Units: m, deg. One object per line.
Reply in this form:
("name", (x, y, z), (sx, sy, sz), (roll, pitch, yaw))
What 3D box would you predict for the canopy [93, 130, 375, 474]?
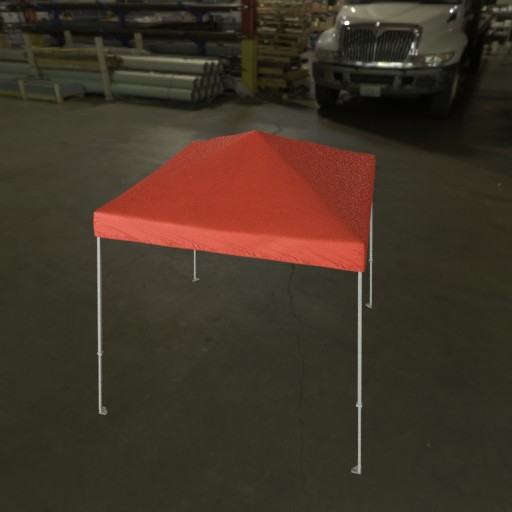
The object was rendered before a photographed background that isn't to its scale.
("canopy", (0.000, 0.000, 5.073), (2.849, 2.850, 2.850), (8, 31, 13))
